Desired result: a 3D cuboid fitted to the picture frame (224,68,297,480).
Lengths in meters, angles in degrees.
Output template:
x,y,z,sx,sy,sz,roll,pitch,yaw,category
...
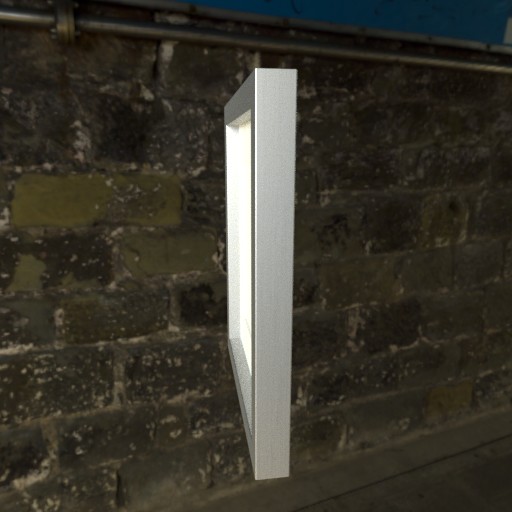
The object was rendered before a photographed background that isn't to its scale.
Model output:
x,y,z,sx,sy,sz,roll,pitch,yaw,category
0.000,0.000,0.407,0.036,0.282,0.233,-2,13,-8,picture frame
